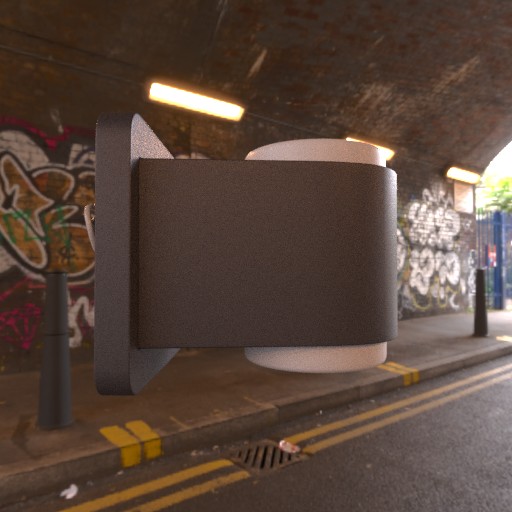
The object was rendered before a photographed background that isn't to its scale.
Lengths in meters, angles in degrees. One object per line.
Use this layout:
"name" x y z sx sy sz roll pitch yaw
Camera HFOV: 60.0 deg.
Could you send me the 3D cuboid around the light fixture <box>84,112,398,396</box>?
"light fixture" 0.000 0.000 0.214 0.132 0.109 0.109 0 -1 0
